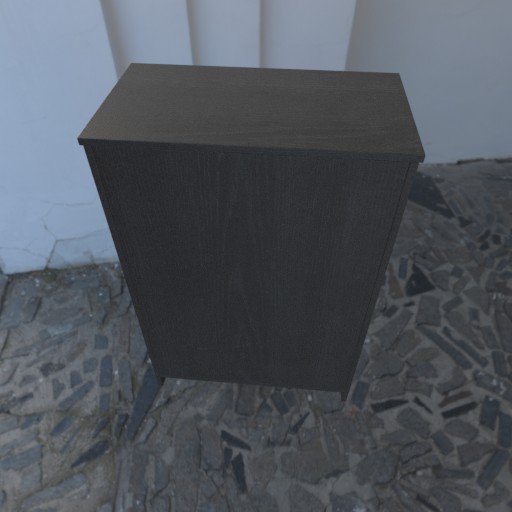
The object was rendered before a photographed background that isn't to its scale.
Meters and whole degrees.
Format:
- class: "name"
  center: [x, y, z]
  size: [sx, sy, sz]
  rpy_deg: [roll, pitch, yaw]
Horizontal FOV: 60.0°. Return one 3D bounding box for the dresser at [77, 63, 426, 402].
- class: "dresser"
  center: [0.000, 0.000, 1.385]
  size: [0.700, 1.020, 0.398]
  rpy_deg: [4, 45, 4]
